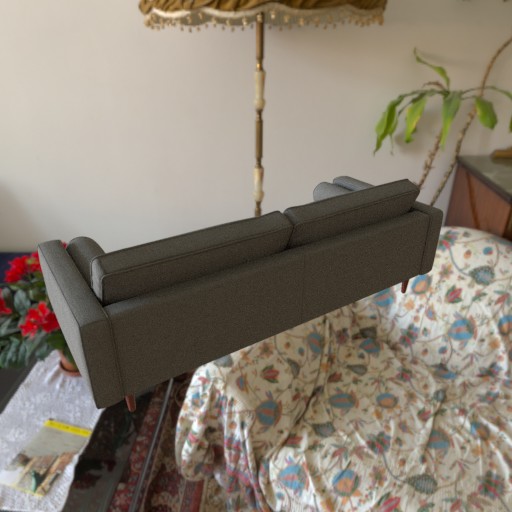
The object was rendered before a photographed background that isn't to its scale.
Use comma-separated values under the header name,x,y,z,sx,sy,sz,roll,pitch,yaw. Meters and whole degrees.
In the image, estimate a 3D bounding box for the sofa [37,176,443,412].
name,x,y,z,sx,sy,sz,roll,pitch,yaw
sofa,0.000,0.000,2.614,2.198,0.762,0.914,-17,32,-29
